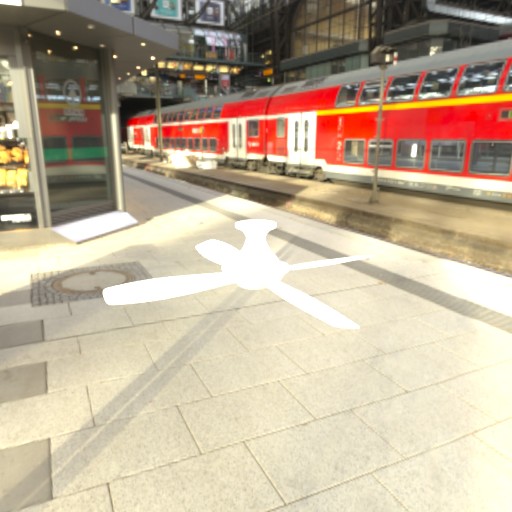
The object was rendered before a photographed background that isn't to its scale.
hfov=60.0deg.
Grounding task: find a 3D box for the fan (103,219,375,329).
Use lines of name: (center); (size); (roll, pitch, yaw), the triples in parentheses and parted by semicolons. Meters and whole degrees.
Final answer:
fan: (0.000, 0.000, 2.541); (1.693, 0.382, 1.694); (-8, 17, -26)
